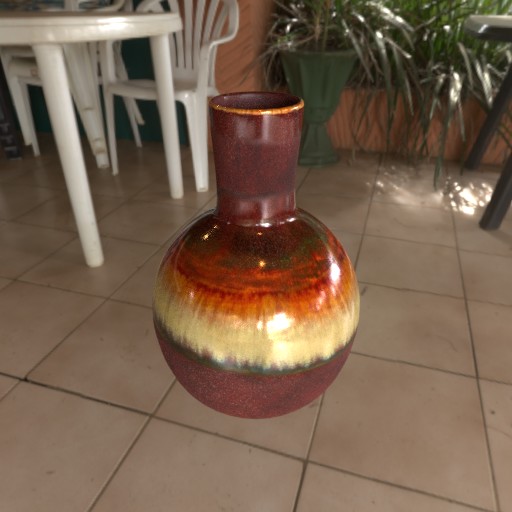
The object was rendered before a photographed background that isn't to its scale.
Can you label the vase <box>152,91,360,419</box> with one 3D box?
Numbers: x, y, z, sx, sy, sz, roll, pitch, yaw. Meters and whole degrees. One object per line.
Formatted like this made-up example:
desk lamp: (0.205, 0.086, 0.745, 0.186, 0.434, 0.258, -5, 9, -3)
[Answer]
vase: (0.000, 0.000, 0.228, 0.111, 0.154, 0.111, 0, 30, 0)
